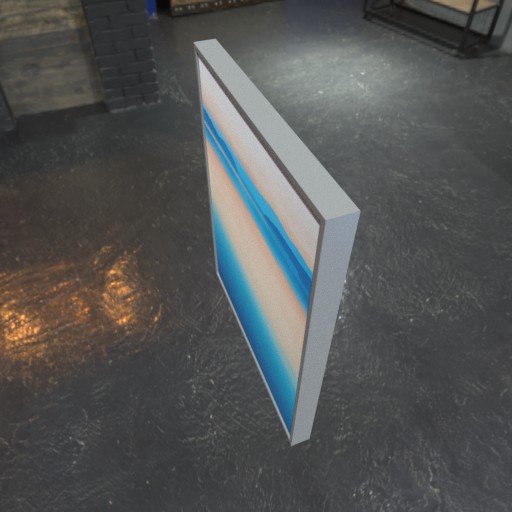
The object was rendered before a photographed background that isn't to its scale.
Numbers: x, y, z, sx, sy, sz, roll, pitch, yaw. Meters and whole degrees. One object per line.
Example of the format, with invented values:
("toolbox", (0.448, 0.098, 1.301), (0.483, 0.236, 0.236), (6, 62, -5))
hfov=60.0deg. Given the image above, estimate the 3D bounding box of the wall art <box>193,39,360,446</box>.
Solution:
("wall art", (0.000, 0.000, 0.762), (0.037, 0.554, 0.453), (-16, 48, -14))
